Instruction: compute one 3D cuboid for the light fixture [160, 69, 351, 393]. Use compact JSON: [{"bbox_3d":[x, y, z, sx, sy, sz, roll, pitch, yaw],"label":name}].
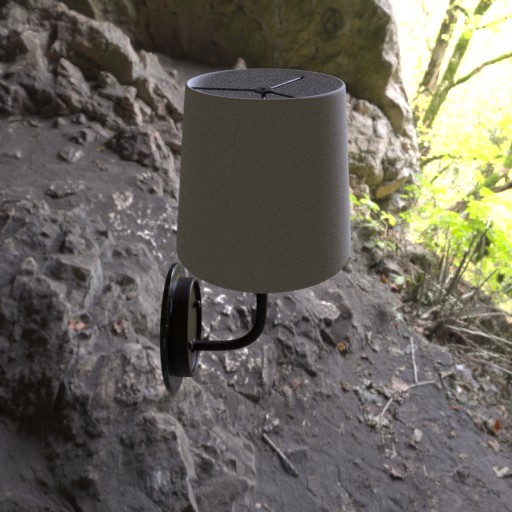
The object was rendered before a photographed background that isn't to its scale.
[{"bbox_3d":[0.000,0.000,0.453,0.188,0.337,0.168,0,32,1],"label":"light fixture"}]
